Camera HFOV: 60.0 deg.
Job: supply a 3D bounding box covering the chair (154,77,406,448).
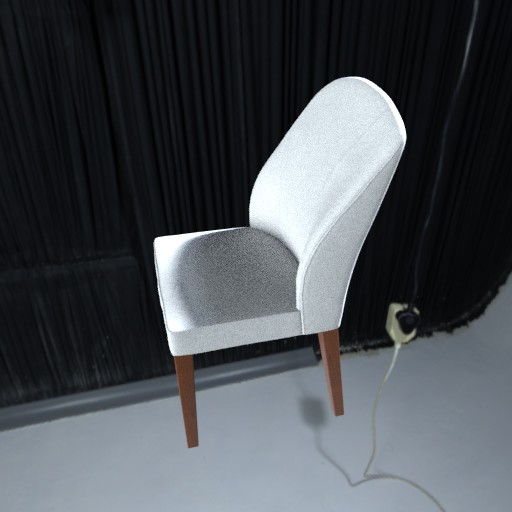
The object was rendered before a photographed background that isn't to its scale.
[{"bbox_3d":[0.000,0.000,1.213,0.540,0.893,0.472,-8,31,-13],"label":"chair"}]
